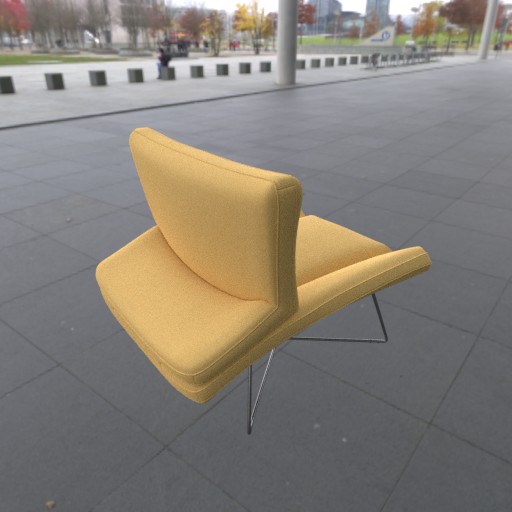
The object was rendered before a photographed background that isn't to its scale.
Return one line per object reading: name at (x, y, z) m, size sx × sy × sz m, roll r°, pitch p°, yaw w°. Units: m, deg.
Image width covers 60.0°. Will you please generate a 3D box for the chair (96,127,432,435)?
chair at (0.000, 0.000, 1.632) m, size 1.008 × 0.855 × 0.859 m, roll -18°, pitch 31°, yaw -33°
